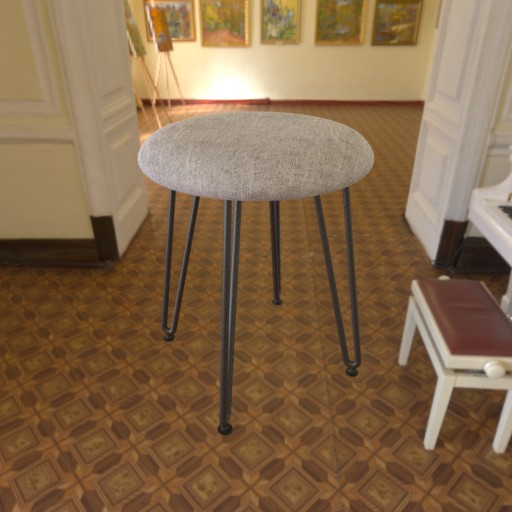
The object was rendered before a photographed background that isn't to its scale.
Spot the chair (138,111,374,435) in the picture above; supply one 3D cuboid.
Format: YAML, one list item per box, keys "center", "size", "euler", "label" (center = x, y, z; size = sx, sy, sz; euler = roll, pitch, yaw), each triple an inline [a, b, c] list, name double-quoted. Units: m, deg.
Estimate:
- center: [0.000, 0.000, 0.671]
  size: [0.350, 0.386, 0.350]
  euler: [8, 30, 14]
  label: "chair"
